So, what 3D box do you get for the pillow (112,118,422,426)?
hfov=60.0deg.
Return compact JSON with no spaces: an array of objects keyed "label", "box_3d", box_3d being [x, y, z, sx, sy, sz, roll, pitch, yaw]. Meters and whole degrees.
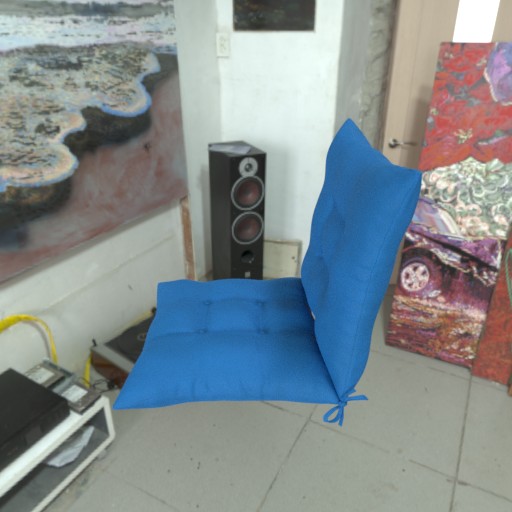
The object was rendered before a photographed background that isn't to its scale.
[{"label":"pillow","box_3d":[0.000,0.000,1.018,0.585,0.536,0.541,-1,27,-1]}]
